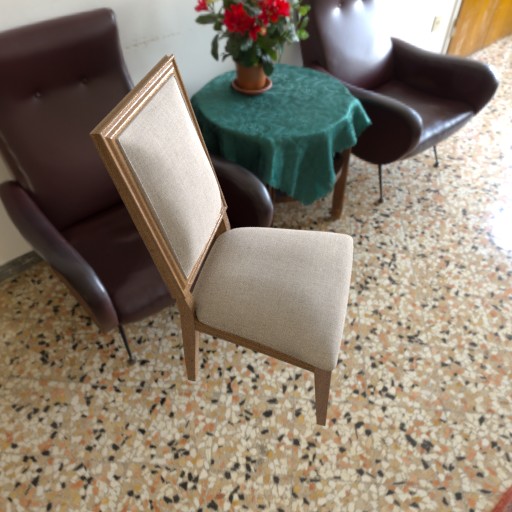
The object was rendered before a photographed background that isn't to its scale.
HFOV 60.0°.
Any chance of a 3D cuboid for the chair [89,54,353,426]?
[{"bbox_3d":[0.000,0.000,1.344,0.601,0.988,0.536,10,47,10],"label":"chair"}]
